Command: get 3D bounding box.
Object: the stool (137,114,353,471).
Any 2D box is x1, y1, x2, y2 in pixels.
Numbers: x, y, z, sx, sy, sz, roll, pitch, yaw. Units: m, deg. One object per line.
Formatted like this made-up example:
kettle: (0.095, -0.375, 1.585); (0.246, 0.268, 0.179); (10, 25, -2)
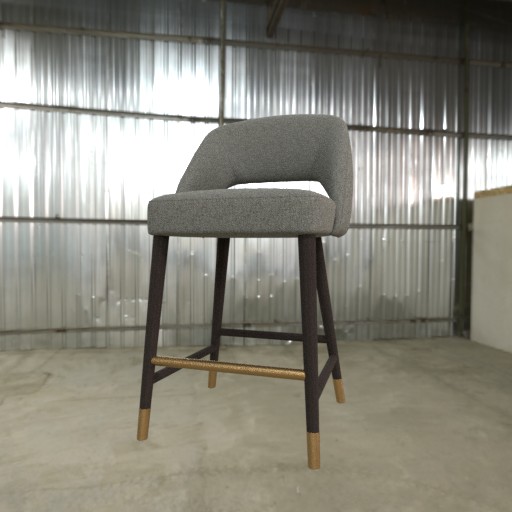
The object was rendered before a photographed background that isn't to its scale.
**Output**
stool: (0.000, 0.000, 1.272); (0.536, 0.925, 0.524); (1, 2, 19)
